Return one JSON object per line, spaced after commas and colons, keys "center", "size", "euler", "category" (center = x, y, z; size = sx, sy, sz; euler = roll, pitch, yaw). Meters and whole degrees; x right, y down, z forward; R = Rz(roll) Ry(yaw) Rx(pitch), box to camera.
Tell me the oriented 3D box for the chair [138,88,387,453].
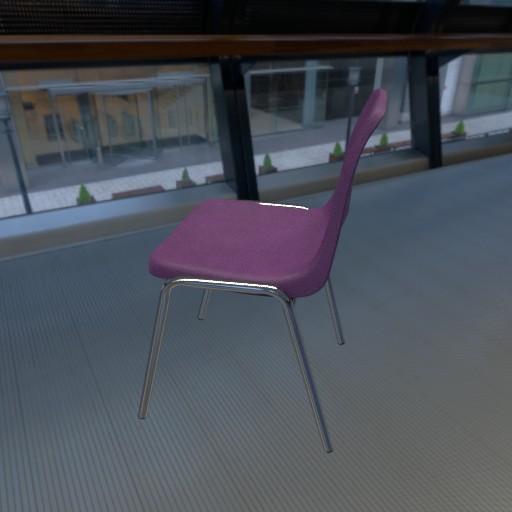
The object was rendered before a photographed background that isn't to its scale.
{"center": [0.000, 0.000, 0.909], "size": [0.432, 0.654, 0.381], "euler": [7, 29, 12], "category": "chair"}
